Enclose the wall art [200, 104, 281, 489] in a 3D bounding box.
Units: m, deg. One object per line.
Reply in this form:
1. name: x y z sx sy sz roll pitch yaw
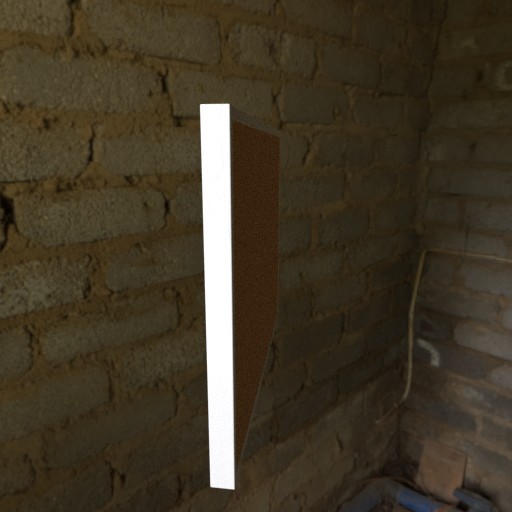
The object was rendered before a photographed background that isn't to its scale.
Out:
1. wall art: 0.000 0.000 1.368 0.053 0.787 1.041 2 13 8
